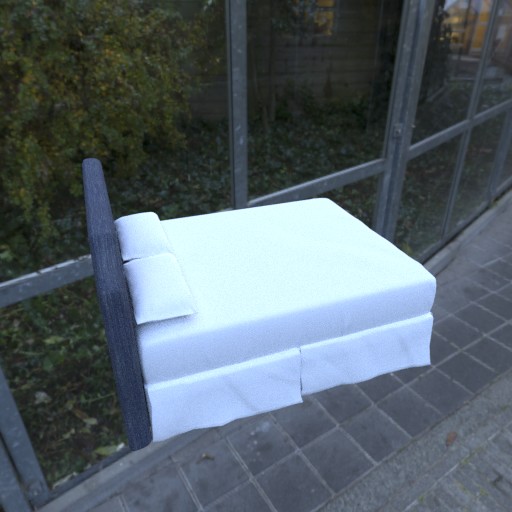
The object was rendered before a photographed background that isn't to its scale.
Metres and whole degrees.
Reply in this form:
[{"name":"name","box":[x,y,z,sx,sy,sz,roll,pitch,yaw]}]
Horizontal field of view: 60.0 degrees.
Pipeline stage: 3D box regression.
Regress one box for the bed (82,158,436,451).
[{"name":"bed","box":[0.000,0.000,3.179,2.116,1.290,1.693,-10,31,-18]}]
